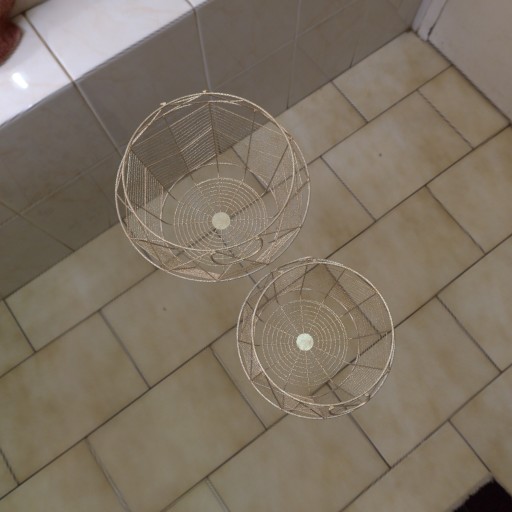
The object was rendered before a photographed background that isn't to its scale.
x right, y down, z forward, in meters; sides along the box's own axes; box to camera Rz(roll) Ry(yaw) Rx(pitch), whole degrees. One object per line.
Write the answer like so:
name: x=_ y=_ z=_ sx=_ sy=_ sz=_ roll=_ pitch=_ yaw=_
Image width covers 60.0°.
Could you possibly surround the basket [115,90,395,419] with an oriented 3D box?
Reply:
basket: x=0.000 y=0.000 z=1.059 sx=0.451 sy=0.343 sz=0.805 roll=-33 pitch=78 yaw=-8
